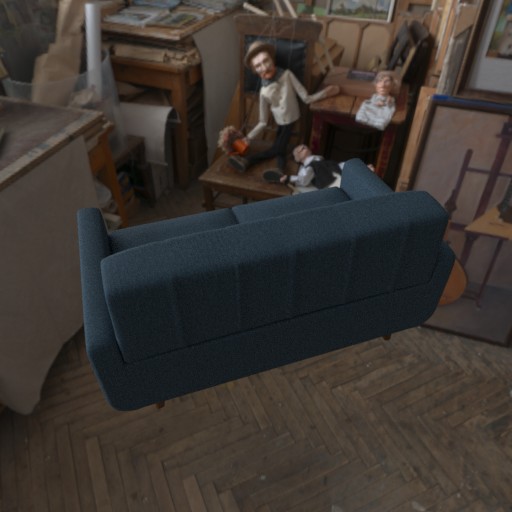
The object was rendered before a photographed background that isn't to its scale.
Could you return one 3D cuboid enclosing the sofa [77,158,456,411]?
[{"bbox_3d":[0.000,0.000,2.258,1.651,0.896,0.942,-13,44,-14],"label":"sofa"}]
